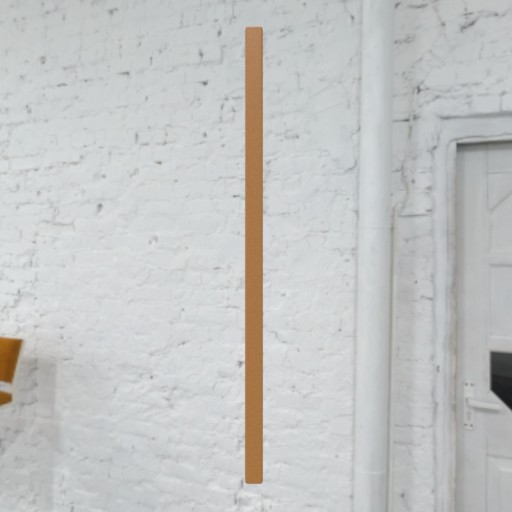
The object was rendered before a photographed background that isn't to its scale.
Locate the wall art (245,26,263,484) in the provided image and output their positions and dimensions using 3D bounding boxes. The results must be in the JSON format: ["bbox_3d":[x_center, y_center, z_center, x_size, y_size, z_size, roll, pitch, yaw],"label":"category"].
[{"bbox_3d":[0.000,0.000,0.761,0.022,0.553,0.452,0,-1,1],"label":"wall art"}]
